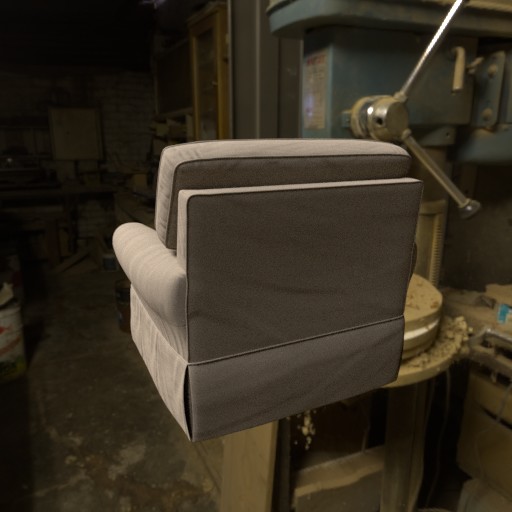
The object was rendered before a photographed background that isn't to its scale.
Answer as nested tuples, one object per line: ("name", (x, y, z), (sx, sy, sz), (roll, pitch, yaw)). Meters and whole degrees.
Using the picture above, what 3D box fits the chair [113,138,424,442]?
("chair", (0.000, 0.000, 1.977), (1.135, 1.017, 0.988), (-7, 17, -25))
